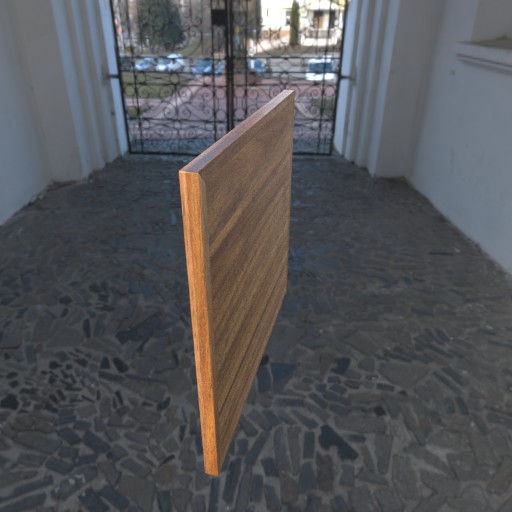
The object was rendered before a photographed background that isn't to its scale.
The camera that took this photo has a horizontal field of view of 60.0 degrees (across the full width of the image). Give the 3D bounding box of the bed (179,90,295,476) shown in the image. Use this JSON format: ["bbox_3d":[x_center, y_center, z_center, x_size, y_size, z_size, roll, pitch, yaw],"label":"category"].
[{"bbox_3d":[0.000,0.000,1.539,0.043,0.940,1.041,7,30,13],"label":"bed"}]
